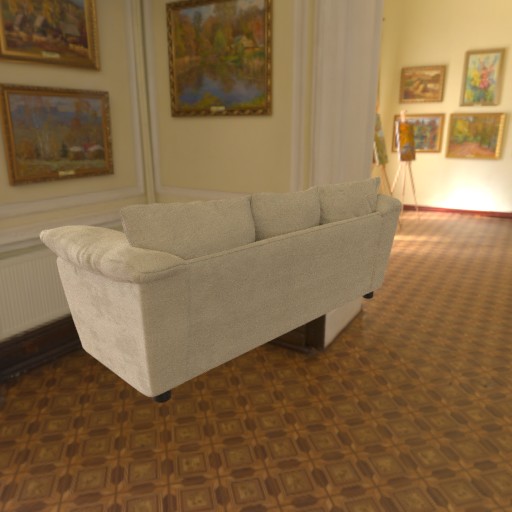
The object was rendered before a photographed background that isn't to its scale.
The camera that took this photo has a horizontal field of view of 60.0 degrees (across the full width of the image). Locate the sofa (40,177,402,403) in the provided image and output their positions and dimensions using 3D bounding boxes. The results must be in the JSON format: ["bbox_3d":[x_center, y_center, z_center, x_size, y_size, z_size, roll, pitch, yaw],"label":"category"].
[{"bbox_3d":[0.000,0.000,2.893,0.893,0.981,2.377,15,22,42],"label":"sofa"}]
